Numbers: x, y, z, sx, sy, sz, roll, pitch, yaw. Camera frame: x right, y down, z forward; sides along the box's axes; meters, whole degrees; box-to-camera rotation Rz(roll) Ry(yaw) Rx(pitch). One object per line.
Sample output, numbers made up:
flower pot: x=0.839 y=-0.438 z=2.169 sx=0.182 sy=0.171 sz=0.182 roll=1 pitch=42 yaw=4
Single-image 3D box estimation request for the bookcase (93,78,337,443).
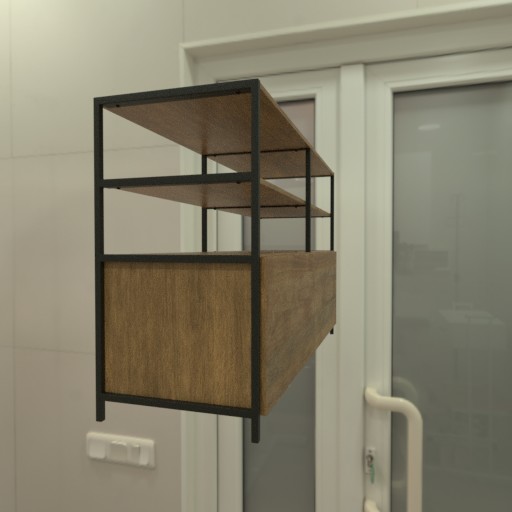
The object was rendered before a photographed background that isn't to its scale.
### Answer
bookcase: x=0.000 y=0.000 z=1.464 sx=0.391 sy=0.712 sz=1.149 roll=0 pitch=1 yaw=17
